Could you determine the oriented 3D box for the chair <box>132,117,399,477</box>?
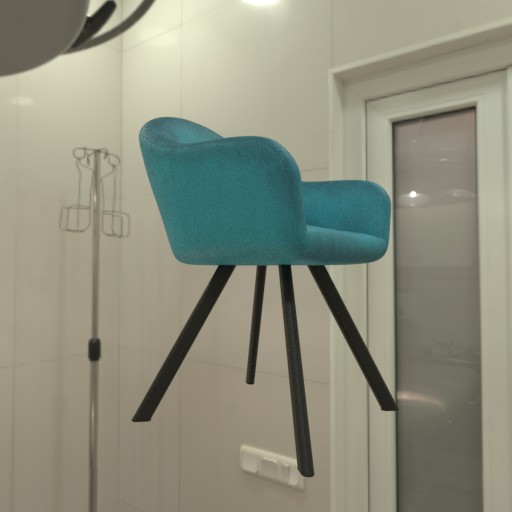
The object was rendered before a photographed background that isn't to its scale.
[{"bbox_3d":[0.000,0.000,1.122,0.570,0.780,0.540,-1,-2,36],"label":"chair"}]
